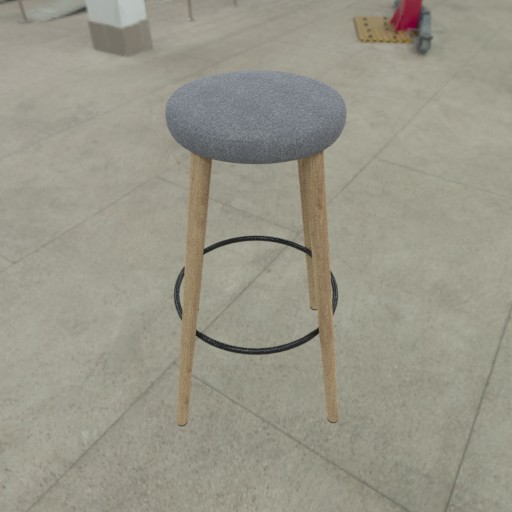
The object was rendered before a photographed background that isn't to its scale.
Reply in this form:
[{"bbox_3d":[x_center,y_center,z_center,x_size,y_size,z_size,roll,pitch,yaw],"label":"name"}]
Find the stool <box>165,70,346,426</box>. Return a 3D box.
[{"bbox_3d":[0.000,0.000,1.018,0.410,0.770,0.410,-1,41,-1],"label":"stool"}]
